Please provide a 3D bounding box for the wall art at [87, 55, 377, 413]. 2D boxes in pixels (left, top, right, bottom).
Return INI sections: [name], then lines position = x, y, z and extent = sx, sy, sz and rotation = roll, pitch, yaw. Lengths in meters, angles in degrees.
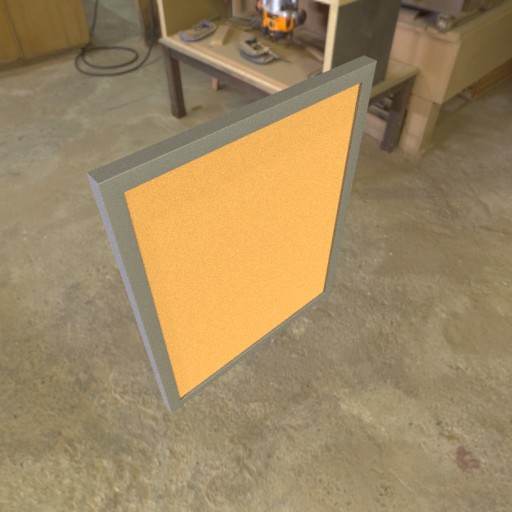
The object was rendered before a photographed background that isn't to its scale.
[wall art]
position = 0.000, 0.000, 0.772
extent = 0.458, 0.558, 0.029
rotation = -32, 55, -27
